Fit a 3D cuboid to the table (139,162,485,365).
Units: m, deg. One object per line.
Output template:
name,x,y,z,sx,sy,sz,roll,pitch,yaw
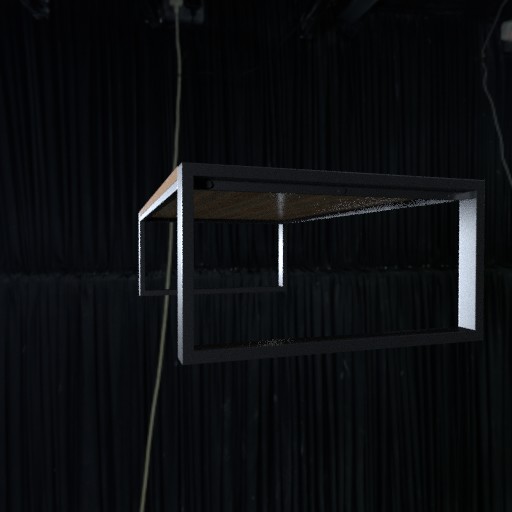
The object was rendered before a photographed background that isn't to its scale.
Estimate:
table,0.000,0.000,1.627,0.750,0.400,1.350,0,1,-18
